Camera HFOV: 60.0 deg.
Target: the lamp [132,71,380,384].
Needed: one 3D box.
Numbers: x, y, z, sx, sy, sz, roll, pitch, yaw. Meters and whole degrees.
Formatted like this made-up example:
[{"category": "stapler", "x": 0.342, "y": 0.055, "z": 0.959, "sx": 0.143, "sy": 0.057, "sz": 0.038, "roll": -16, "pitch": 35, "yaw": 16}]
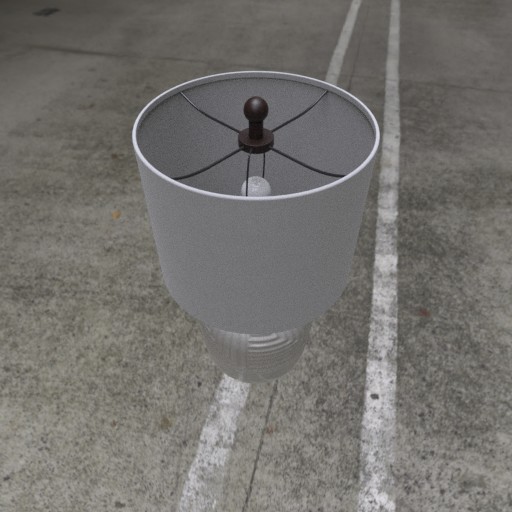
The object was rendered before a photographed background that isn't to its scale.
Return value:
[{"category": "lamp", "x": 0.000, "y": 0.000, "z": 0.757, "sx": 0.318, "sy": 0.567, "sz": 0.318, "roll": 0, "pitch": 46, "yaw": 0}]
